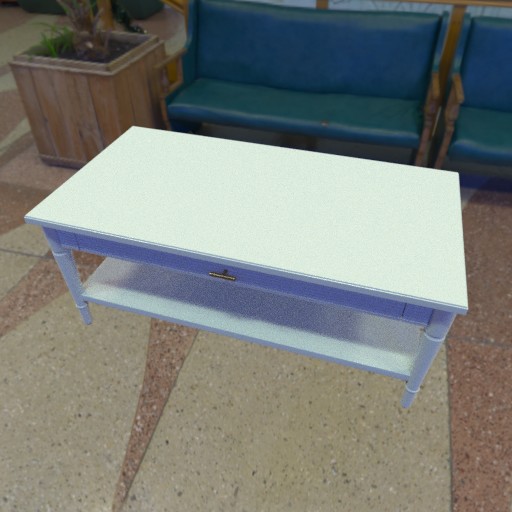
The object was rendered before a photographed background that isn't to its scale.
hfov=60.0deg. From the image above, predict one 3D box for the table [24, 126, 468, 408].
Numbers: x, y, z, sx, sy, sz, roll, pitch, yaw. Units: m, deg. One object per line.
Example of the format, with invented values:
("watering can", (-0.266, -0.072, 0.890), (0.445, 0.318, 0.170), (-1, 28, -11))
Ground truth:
("table", (0.000, 0.000, 1.359), (1.067, 0.457, 0.559), (11, 42, 13))
